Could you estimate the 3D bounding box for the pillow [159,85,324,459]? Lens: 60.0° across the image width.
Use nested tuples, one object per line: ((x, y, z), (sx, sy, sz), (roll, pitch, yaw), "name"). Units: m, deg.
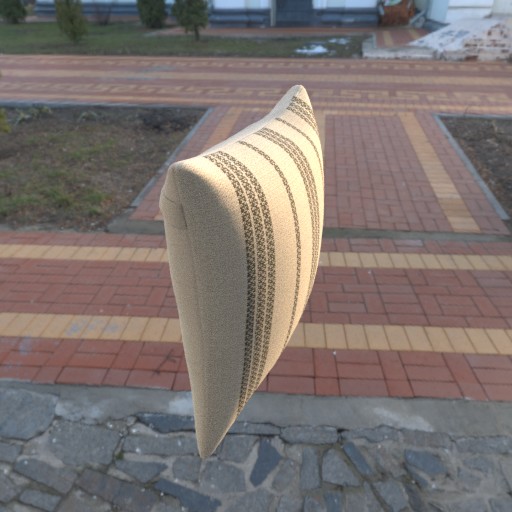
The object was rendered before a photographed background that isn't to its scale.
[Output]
((0.000, 0.000, 0.643), (0.173, 0.406, 0.405), (11, 33, 17), "pillow")
